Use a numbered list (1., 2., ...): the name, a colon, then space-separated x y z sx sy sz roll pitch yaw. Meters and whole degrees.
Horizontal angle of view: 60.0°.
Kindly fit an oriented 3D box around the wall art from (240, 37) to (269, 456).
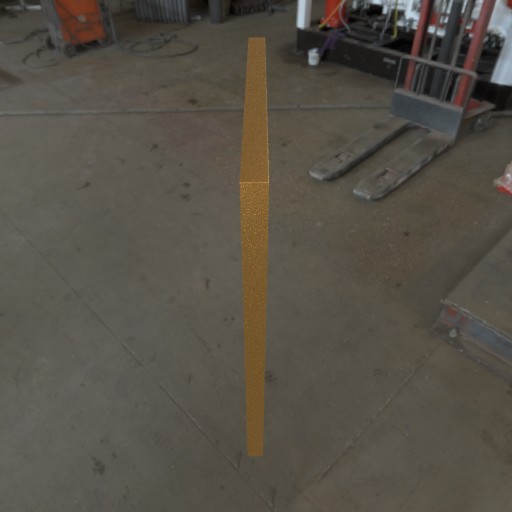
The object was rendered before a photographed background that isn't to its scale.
1. wall art: 0.000 0.000 1.072 0.038 0.812 0.610 0 42 0
